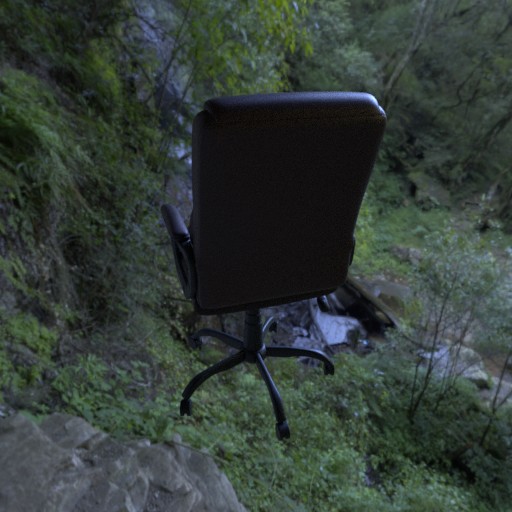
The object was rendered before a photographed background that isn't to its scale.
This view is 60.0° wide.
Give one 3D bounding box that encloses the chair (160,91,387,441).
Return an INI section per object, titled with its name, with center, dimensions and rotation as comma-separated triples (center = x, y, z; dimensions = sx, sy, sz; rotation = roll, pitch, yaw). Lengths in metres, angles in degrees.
[chair]
center = 0.000, 0.000, 1.471
dimensions = 0.615, 1.072, 0.655
rotation = -8, 27, -16
